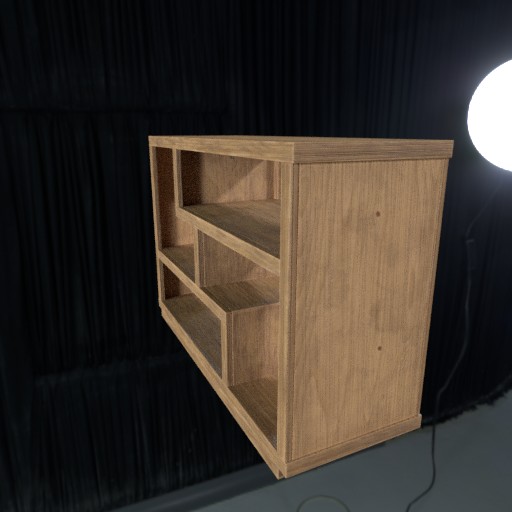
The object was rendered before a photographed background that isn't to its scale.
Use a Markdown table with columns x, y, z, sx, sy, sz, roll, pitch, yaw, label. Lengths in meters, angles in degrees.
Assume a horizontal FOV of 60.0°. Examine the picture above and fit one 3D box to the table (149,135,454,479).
| x | y | z | sx | sy | sz | roll | pitch | yaw | label |
| --- | --- | --- | --- | --- | --- | --- | --- | --- | --- |
| 0.000 | 0.000 | 1.492 | 0.410 | 0.771 | 1.151 | -8 | 17 | -25 | table |
